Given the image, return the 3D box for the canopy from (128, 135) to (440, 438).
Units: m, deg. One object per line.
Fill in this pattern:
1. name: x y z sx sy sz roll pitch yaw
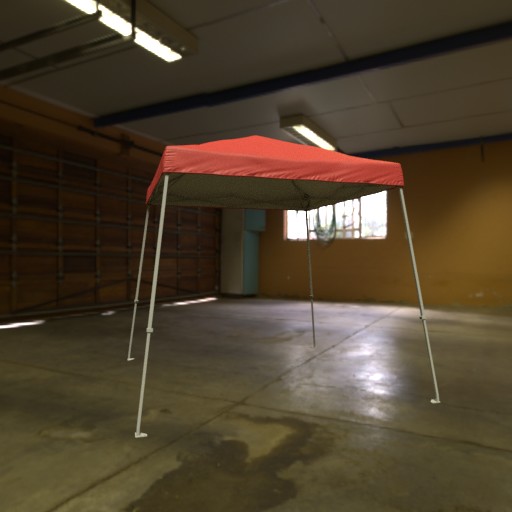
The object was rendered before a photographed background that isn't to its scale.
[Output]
1. canopy: 0.000 0.000 5.230 2.848 2.849 2.849 0 -1 -17
